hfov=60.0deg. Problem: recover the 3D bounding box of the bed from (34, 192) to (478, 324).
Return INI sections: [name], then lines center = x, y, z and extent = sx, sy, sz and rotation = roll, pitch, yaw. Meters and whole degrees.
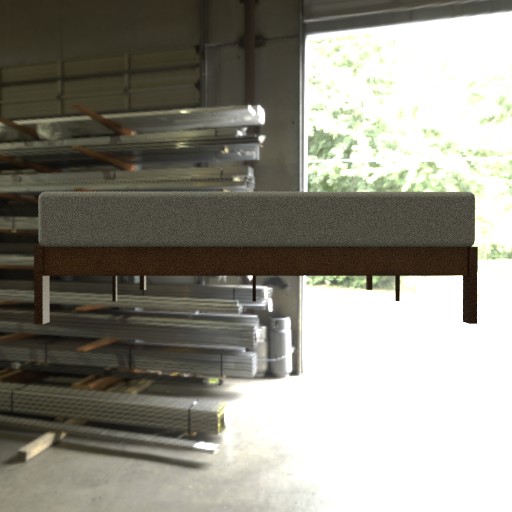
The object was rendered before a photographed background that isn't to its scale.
[bed]
center = 0.000, 0.000, 3.007
extent = 2.049, 0.616, 1.930
rotation = 0, 0, 0
